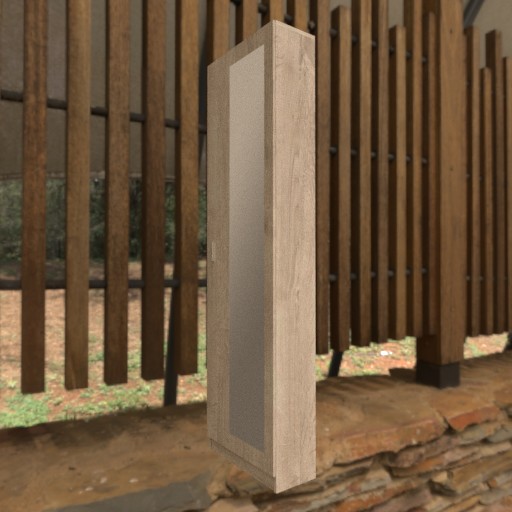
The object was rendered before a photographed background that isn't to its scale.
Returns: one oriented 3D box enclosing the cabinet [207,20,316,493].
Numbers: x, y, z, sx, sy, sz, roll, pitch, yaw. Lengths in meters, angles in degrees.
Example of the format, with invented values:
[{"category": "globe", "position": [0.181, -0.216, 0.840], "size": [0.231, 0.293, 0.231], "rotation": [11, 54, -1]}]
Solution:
[{"category": "cabinet", "position": [0.000, 0.000, 1.930], "size": [0.230, 1.790, 0.500], "rotation": [1, -1, -36]}]
